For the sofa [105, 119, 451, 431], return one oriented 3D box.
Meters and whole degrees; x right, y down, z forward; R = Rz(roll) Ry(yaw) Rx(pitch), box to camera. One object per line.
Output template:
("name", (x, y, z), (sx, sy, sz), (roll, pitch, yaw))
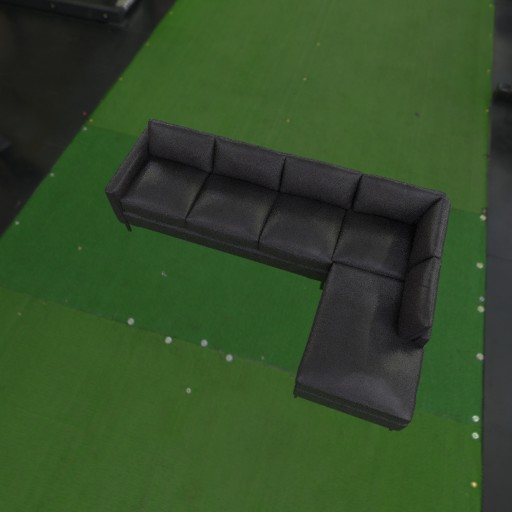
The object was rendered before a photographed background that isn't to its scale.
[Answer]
("sofa", (0.000, 0.000, 3.847), (2.984, 0.877, 1.938), (17, 60, 10))
